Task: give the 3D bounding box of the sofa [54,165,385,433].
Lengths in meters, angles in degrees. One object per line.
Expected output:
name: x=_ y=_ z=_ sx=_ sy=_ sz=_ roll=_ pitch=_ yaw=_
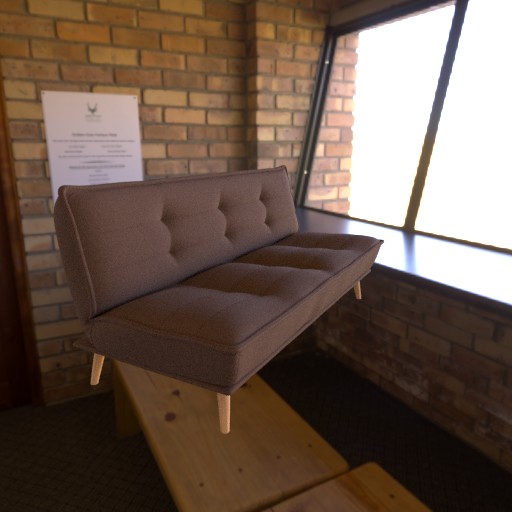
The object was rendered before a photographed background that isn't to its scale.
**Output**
sofa: x=0.000 y=0.000 z=2.421 sx=0.950 sy=0.890 sz=1.940 roll=8 pitch=16 yaw=28
